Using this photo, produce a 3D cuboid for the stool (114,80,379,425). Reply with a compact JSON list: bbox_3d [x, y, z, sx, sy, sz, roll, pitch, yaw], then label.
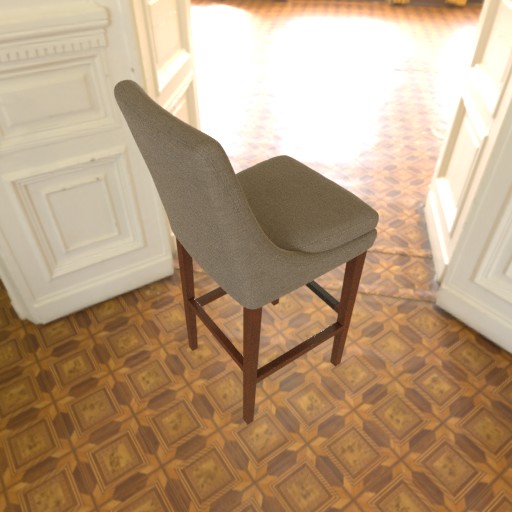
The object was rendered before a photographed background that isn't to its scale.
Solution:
[{"bbox_3d":[0.000,0.000,1.386,0.577,1.078,0.470,-25,47,-26],"label":"stool"}]
